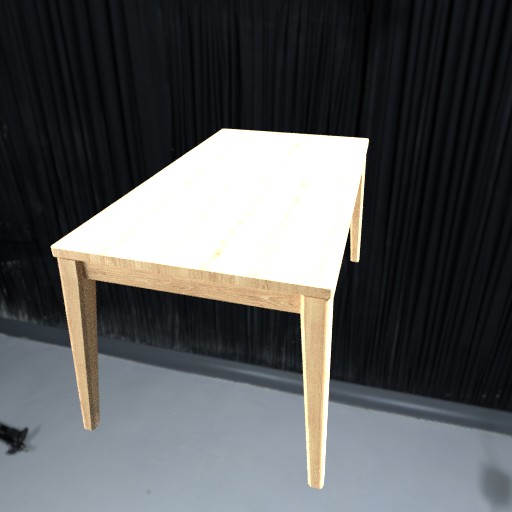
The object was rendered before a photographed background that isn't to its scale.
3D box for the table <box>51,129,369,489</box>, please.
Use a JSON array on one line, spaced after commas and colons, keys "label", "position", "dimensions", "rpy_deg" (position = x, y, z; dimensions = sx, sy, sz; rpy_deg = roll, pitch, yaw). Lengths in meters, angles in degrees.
[{"label": "table", "position": [0.000, 0.000, 2.045], "dimensions": [0.900, 0.760, 1.600], "rpy_deg": [8, 30, 14]}]
